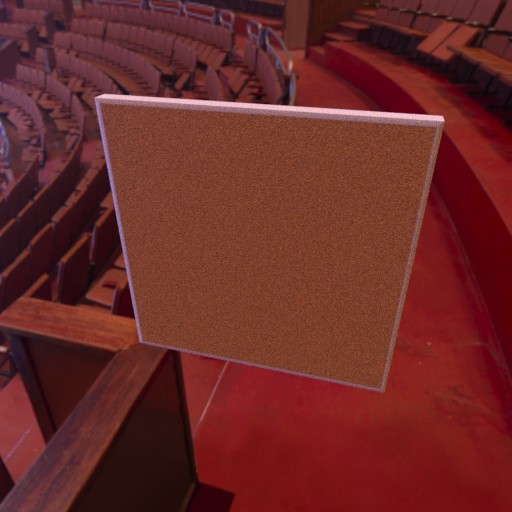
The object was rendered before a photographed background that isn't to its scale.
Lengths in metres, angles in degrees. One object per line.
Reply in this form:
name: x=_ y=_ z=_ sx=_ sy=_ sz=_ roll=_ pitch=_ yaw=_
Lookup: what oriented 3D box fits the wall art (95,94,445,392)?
wall art: x=0.000 y=0.000 z=1.162 sx=0.768 sy=0.765 sz=0.041 roll=8 pitch=33 yaw=13
